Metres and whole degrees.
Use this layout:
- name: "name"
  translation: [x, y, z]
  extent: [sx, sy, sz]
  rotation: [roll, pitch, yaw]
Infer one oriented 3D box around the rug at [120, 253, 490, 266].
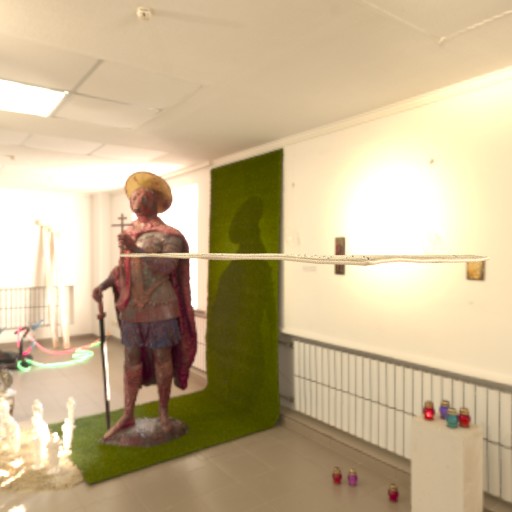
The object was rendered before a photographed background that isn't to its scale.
- name: "rug"
  translation: [0.000, 0.000, 2.673]
  extent: [0.831, 0.036, 2.381]
  rotation: [-1, 1, -37]
